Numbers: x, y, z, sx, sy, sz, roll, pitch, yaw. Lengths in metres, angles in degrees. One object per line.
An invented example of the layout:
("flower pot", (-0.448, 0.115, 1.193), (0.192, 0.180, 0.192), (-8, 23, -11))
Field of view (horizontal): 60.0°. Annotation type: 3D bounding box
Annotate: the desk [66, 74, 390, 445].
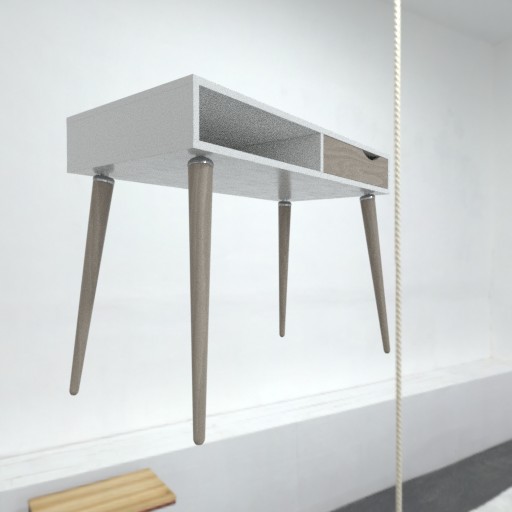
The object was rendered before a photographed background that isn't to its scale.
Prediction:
("desk", (0.000, 0.000, 1.386), (0.491, 0.723, 0.979), (1, 2, 38))
